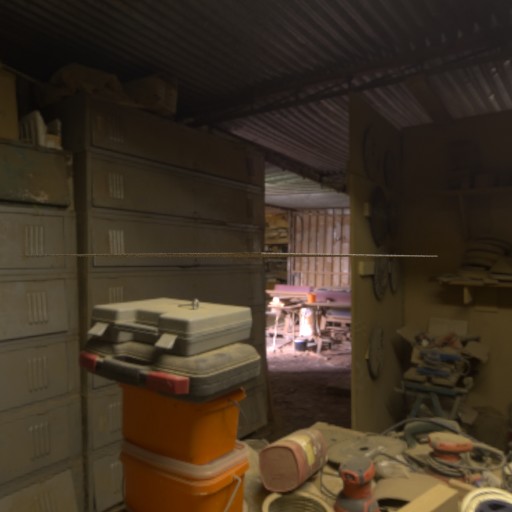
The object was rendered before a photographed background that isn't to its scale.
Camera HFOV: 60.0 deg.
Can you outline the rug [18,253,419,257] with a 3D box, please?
[{"bbox_3d":[0.000,0.000,4.158,2.438,0.006,3.197,0,0,37],"label":"rug"}]
